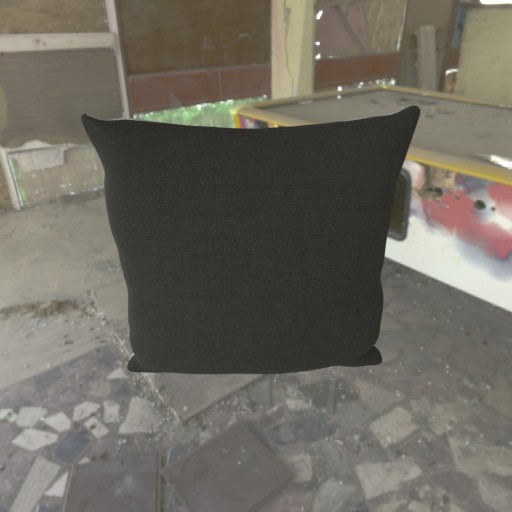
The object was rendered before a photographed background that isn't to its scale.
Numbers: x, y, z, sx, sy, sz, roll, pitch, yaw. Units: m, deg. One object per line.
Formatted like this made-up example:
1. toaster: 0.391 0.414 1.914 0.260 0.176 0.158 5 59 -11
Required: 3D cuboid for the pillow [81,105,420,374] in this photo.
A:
1. pillow: 0.000 0.000 0.761 0.503 0.496 0.208 -1 29 -2
